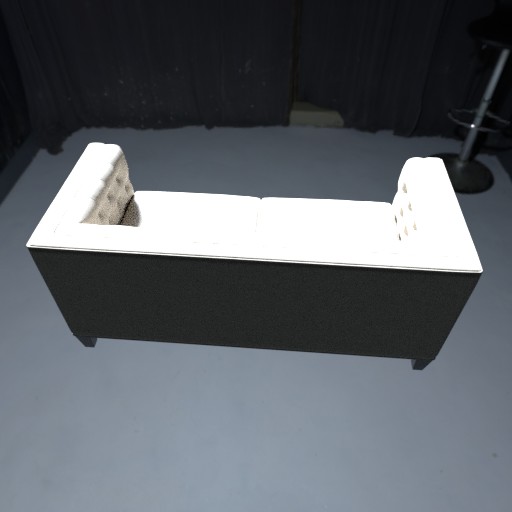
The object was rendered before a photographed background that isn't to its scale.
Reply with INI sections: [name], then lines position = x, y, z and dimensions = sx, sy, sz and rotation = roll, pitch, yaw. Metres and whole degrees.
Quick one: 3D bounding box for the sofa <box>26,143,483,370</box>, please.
[sofa]
position = 0.000, 0.000, 2.238
dimensions = 1.778, 0.762, 0.775
rotation = 3, 46, 3
